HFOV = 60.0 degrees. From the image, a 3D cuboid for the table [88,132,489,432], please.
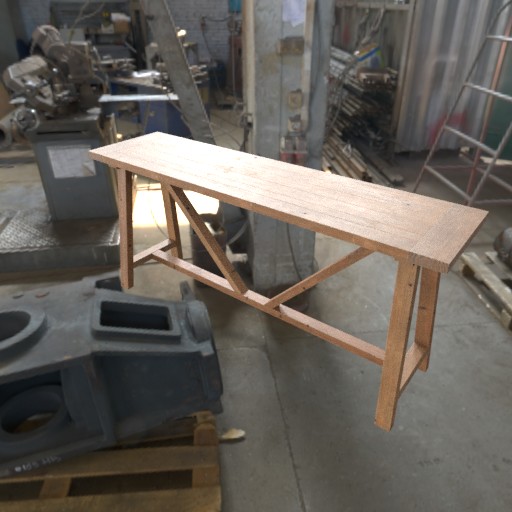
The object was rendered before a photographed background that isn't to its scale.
[{"bbox_3d":[0.000,0.000,2.145,1.800,0.810,0.465,21,37,32],"label":"table"}]
